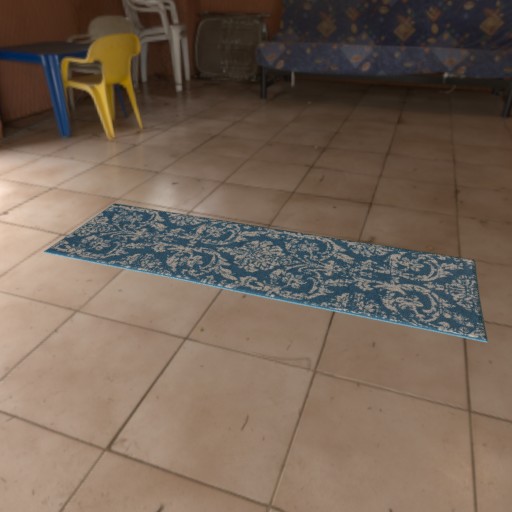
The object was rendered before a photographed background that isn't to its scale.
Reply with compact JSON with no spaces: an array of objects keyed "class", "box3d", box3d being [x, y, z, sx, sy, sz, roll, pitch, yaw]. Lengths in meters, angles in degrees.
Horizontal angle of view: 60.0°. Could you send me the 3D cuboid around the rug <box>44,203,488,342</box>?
[{"class":"rug","box3d":[0.000,0.000,2.352,2.196,0.011,0.662,10,33,16]}]
